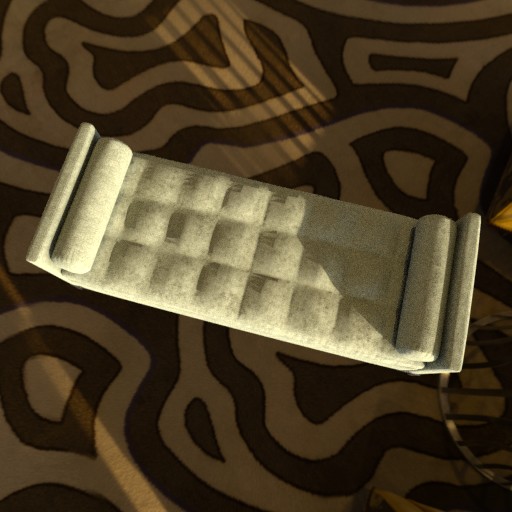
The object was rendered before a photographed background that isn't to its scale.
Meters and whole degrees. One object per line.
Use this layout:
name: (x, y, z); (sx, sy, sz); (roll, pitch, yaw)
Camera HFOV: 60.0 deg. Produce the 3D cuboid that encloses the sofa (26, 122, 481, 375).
sofa: (0.000, 0.000, 2.436); (2.102, 0.657, 0.797); (14, 75, 4)
